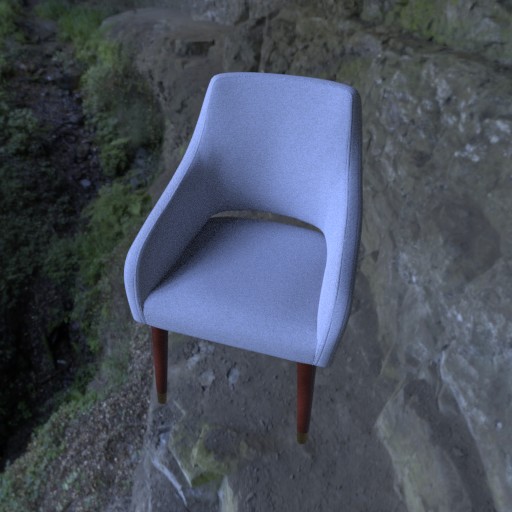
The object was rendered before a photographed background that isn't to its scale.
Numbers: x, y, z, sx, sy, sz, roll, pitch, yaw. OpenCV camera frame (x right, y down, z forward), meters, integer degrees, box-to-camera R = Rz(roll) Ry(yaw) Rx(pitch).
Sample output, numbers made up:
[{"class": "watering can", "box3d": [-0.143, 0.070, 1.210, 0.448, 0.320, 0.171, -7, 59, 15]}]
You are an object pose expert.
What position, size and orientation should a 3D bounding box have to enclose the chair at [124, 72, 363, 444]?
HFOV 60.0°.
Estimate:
[{"class": "chair", "box3d": [0.000, 0.000, 1.336, 0.609, 0.889, 0.600, 11, 40, 13]}]
